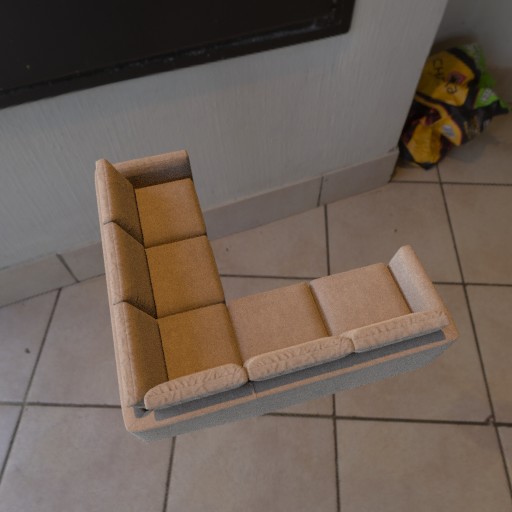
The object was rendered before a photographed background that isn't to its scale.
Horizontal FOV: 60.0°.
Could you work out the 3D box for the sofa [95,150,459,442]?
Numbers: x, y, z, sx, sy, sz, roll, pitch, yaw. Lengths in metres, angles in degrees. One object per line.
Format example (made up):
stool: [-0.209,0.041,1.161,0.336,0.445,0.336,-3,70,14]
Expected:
sofa: [0.000,0.000,3.802,2.438,0.864,2.438,-13,58,-8]
